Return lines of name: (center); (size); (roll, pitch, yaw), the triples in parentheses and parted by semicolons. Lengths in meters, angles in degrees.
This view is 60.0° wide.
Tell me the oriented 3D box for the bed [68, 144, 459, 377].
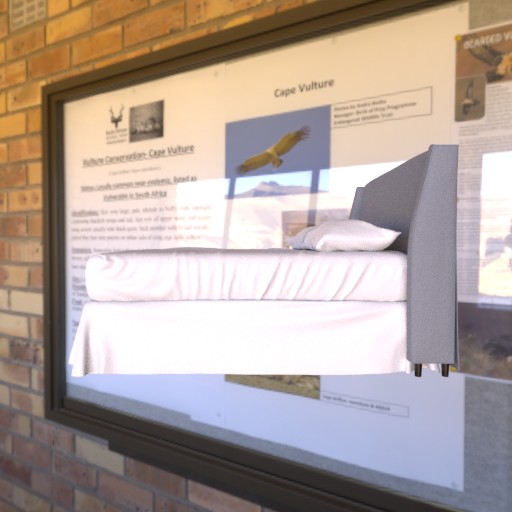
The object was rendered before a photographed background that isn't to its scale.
bed: (0.000, 0.000, 3.408); (2.276, 1.332, 1.925); (0, 1, 0)
